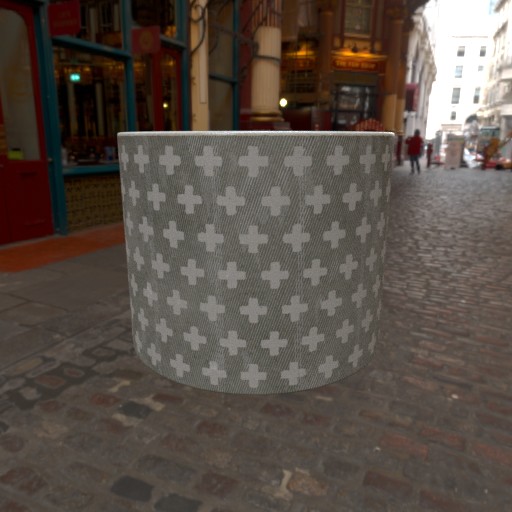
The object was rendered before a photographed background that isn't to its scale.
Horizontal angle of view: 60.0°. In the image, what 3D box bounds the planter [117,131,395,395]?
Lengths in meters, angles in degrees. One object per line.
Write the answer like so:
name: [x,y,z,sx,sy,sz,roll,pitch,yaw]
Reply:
planter: [0.000,0.000,0.447,0.250,0.239,0.250,0,15,0]
